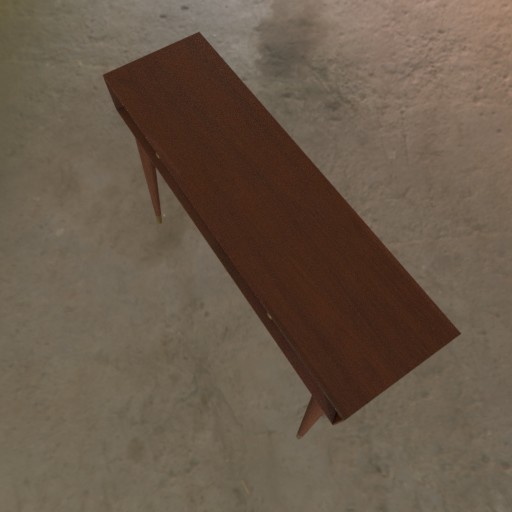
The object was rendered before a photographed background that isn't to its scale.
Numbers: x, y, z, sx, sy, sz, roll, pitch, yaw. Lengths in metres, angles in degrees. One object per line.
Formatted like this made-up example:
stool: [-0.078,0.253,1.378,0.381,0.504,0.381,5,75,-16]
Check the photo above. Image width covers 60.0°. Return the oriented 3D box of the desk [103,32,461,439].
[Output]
desk: [0.000,0.000,1.614,0.384,0.917,1.204,-31,69,-13]
